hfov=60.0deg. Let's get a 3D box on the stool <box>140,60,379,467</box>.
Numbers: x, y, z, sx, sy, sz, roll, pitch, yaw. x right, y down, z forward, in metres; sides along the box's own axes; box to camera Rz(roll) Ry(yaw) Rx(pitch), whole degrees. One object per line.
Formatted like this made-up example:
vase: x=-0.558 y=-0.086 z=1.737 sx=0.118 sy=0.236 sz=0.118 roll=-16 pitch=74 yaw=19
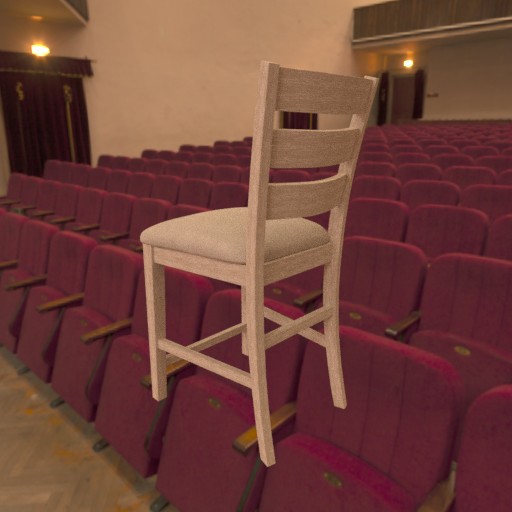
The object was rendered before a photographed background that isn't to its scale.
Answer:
stool: x=0.000 y=0.000 z=1.362 sx=0.569 sy=1.032 sz=0.484 roll=15 pitch=22 yaw=42
